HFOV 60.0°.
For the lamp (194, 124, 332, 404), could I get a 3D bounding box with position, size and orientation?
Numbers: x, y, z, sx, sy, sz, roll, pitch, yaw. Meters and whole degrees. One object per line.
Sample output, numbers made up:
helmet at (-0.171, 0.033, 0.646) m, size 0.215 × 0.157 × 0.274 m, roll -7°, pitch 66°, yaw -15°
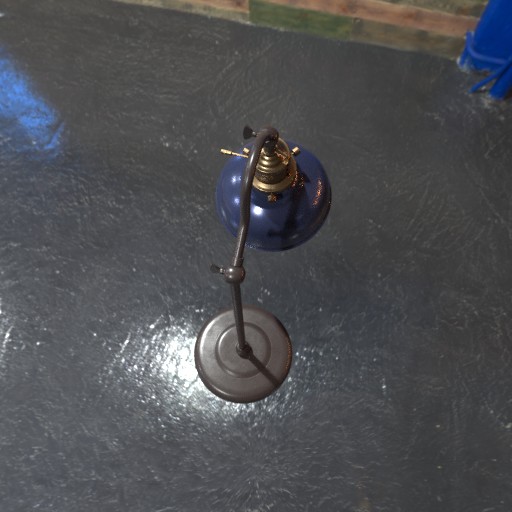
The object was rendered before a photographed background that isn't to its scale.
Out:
lamp at (0.000, 0.000, 0.675) m, size 0.192 × 0.508 × 0.374 m, roll 14°, pitch 65°, yaw 7°
